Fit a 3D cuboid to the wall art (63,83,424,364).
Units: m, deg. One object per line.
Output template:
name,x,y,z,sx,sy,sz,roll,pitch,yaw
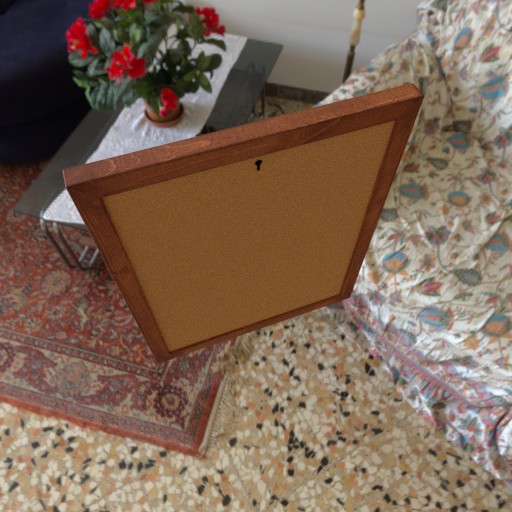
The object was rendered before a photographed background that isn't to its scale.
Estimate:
wall art,0.000,0.000,0.776,0.462,0.558,0.030,-17,58,-11
